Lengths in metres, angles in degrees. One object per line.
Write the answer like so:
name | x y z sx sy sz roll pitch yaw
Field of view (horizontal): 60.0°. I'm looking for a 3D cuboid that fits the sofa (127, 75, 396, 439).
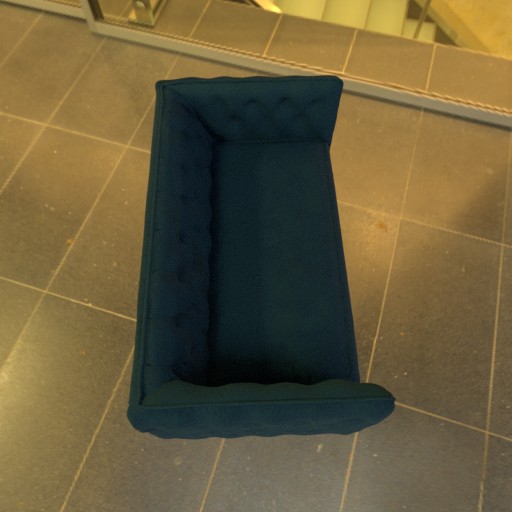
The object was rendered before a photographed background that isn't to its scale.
sofa | 0.000 0.000 2.103 0.909 0.810 1.583 -2 64 -1
